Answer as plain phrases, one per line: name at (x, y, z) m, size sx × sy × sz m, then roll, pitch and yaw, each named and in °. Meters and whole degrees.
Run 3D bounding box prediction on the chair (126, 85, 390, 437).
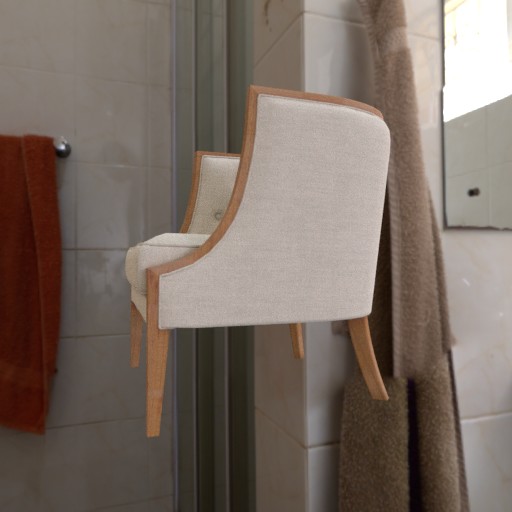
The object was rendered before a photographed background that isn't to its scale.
chair at (0.000, 0.000, 1.371) m, size 0.757 × 0.775 × 0.711 m, roll 0°, pitch -1°, yaw -19°
